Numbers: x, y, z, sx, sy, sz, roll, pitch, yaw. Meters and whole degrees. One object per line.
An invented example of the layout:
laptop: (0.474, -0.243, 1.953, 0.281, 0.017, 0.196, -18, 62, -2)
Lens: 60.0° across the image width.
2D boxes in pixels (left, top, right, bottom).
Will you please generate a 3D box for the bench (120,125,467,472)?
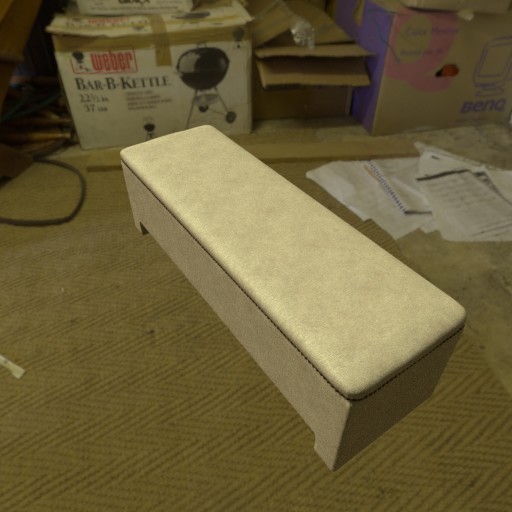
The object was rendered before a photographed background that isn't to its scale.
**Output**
bench: (0.000, 0.000, 1.726, 0.470, 0.447, 1.482, -25, 47, -25)
